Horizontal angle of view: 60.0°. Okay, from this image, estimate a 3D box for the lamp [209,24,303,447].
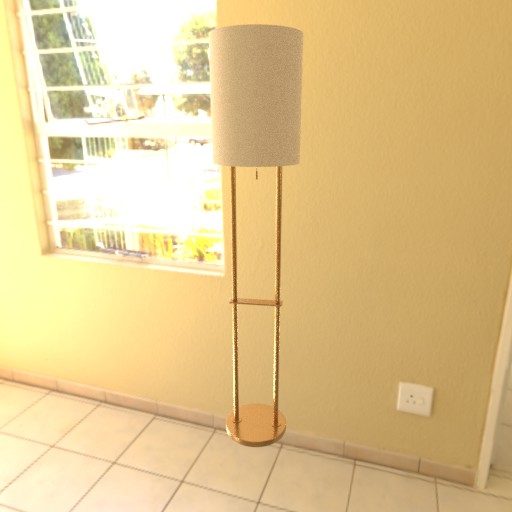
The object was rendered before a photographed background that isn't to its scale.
[{"bbox_3d":[0.000,0.000,1.651,0.306,1.500,0.305,3,17,9],"label":"lamp"}]
